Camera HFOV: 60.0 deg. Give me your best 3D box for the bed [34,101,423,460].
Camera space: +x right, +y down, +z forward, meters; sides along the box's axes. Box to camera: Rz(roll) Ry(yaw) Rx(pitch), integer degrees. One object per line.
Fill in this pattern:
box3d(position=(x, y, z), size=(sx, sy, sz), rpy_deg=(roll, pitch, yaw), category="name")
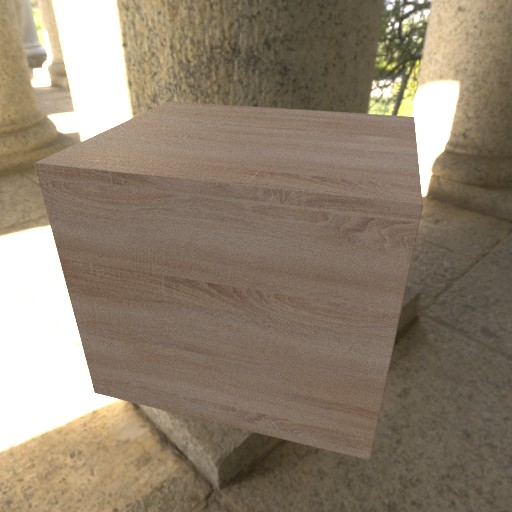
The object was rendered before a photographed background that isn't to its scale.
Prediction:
box3d(position=(0.000, 0.000, 0.767), size=(0.460, 0.420, 0.401), rpy_deg=(8, 32, 14), category="bed")
